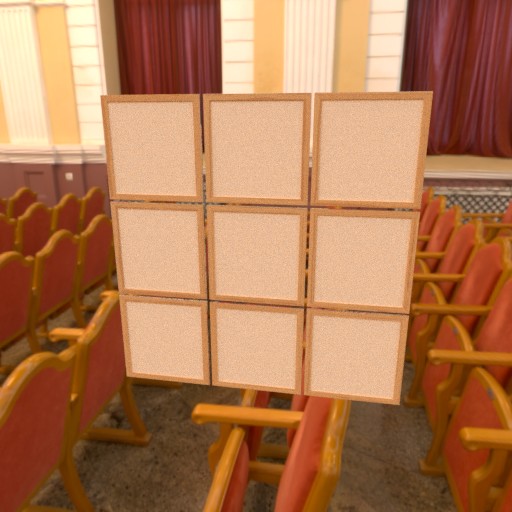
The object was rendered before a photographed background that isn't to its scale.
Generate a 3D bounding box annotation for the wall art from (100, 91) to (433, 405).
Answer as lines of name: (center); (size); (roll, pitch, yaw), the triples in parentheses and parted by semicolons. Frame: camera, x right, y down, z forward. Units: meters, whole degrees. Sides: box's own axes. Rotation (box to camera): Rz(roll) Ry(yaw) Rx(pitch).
wall art: (0.000, 0.000, 1.766); (1.206, 1.218, 0.013); (3, 17, 10)
